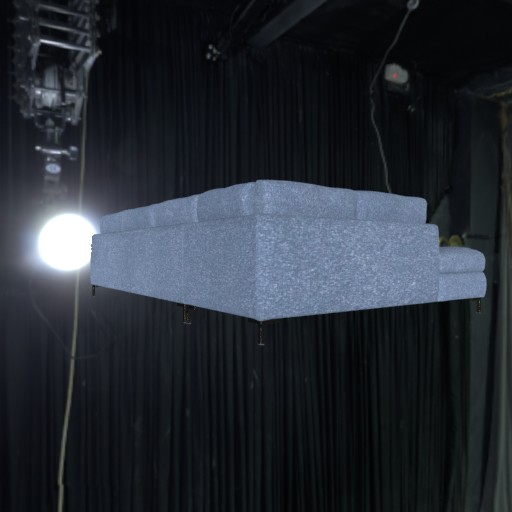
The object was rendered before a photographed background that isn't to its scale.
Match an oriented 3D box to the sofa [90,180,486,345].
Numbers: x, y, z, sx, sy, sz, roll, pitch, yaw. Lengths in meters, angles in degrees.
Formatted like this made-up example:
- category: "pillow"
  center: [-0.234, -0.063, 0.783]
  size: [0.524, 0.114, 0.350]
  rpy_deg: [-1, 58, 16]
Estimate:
- category: "sofa"
  center: [0.000, 0.000, 3.798]
  size: [2.007, 0.815, 2.949]
  rpy_deg: [0, 0, -35]
